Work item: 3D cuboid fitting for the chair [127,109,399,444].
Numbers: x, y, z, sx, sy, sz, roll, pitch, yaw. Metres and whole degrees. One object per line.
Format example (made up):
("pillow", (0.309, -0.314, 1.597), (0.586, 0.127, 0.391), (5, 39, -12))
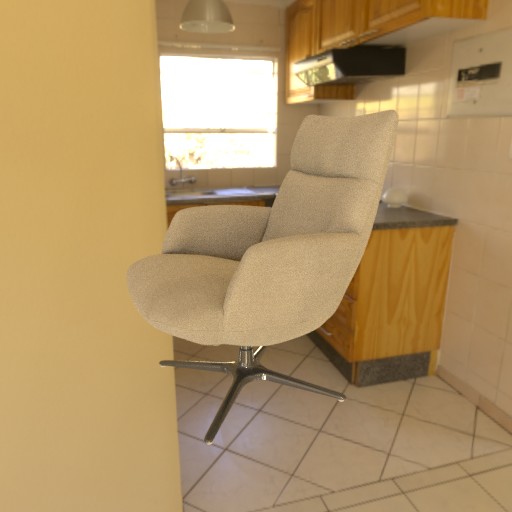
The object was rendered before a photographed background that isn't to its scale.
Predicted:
("chair", (0.000, 0.000, 1.625), (0.889, 1.016, 0.711), (-8, 17, -26))
